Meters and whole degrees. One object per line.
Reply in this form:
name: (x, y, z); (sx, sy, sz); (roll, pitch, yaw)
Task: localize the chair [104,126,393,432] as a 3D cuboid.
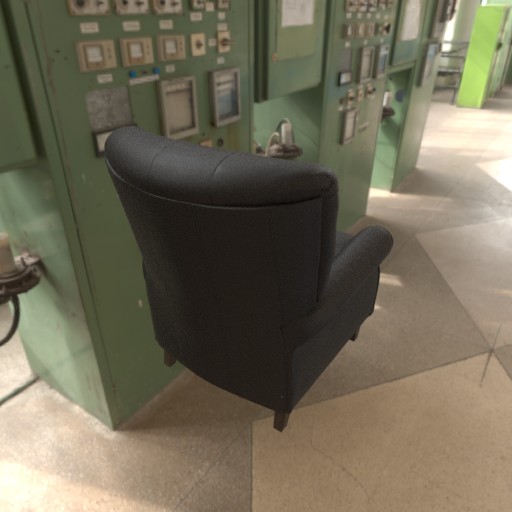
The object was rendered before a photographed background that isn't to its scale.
chair: (0.000, 0.000, 1.921); (0.948, 1.158, 1.058); (20, 35, 31)
